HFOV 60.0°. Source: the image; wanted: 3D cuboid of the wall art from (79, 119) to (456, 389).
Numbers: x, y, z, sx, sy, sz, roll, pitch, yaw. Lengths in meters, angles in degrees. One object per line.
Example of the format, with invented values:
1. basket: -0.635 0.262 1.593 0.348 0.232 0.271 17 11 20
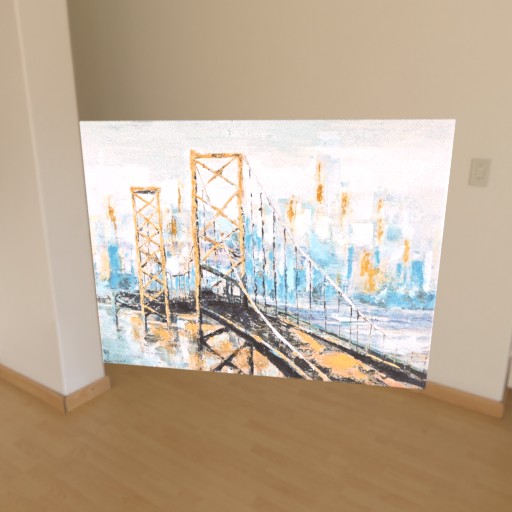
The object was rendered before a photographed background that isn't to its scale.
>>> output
1. wall art: 0.000 0.000 1.299 1.016 0.762 0.038 2 15 9
